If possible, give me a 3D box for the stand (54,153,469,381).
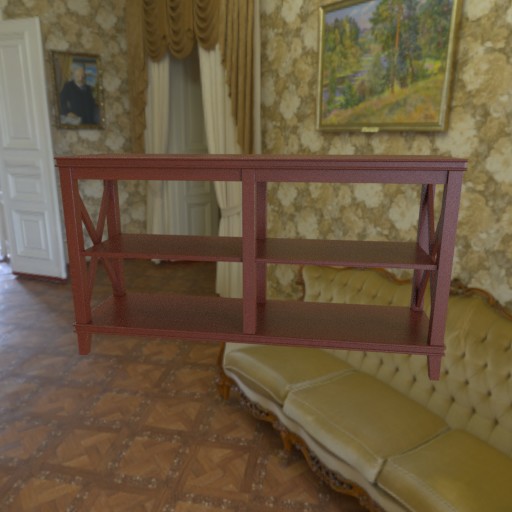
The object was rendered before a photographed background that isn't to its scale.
[{"bbox_3d":[0.000,0.000,1.728,1.372,0.762,0.381,2,15,8],"label":"stand"}]
